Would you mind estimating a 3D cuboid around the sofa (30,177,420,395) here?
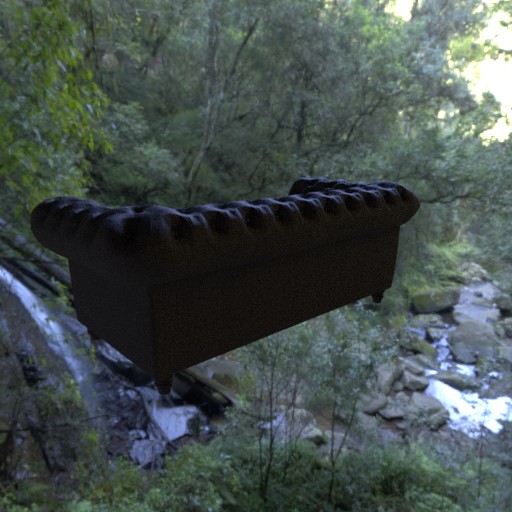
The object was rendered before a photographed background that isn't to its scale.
[{"bbox_3d":[0.000,0.000,2.471,2.048,0.780,0.944,-13,19,-41],"label":"sofa"}]
